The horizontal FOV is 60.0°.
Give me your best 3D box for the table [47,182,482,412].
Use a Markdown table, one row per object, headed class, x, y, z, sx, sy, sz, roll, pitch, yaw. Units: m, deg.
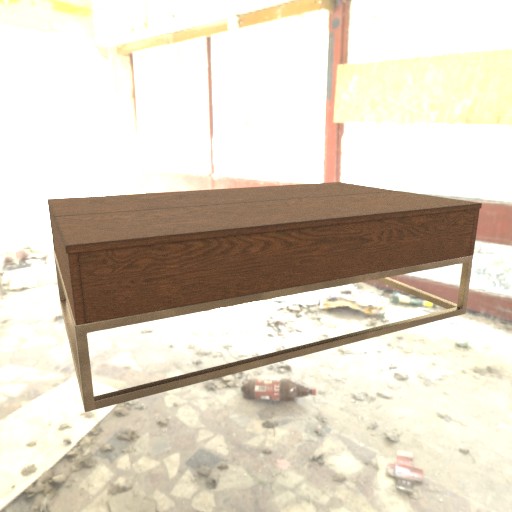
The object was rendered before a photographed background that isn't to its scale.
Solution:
| class | x | y | z | sx | sy | sz | roll | pitch | yaw |
| --- | --- | --- | --- | --- | --- | --- | --- | --- | --- |
| table | 0.000 | 0.000 | 1.440 | 1.167 | 0.361 | 0.719 | -8 | 17 | -26 |
